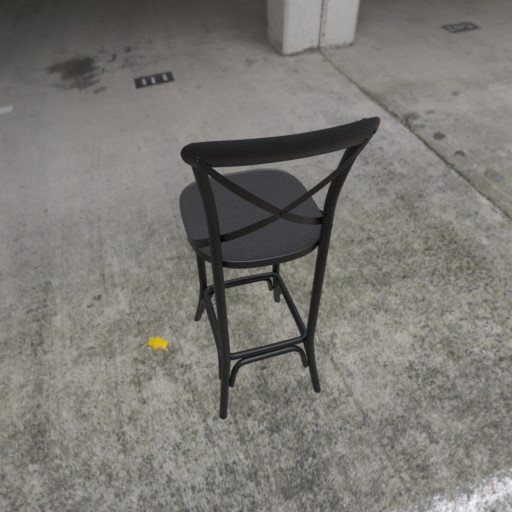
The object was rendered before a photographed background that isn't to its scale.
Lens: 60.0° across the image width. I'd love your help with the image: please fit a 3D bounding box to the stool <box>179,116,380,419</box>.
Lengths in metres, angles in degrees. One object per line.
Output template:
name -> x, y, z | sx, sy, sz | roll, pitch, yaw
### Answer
stool -> 0.000, 0.000, 1.481 | 0.457, 1.168, 0.584 | -12, 44, -12
